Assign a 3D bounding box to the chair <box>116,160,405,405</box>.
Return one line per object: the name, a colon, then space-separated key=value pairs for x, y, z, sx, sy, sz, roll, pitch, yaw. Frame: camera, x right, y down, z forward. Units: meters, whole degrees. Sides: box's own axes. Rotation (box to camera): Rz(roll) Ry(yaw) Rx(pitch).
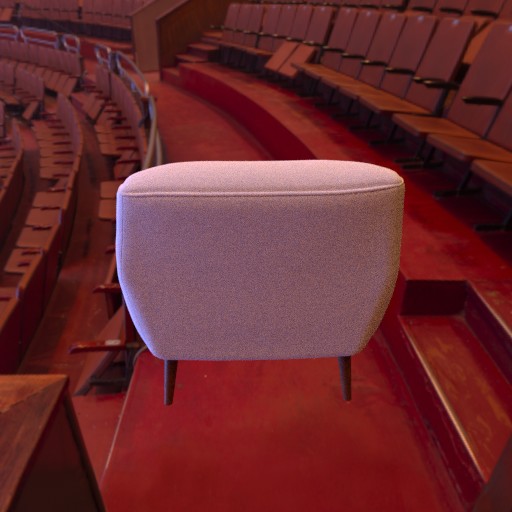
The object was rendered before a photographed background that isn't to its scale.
chair: x=0.000 y=0.000 z=1.461 sx=0.762 sy=0.838 sz=0.787 roll=-1 pitch=30 yaw=-2
